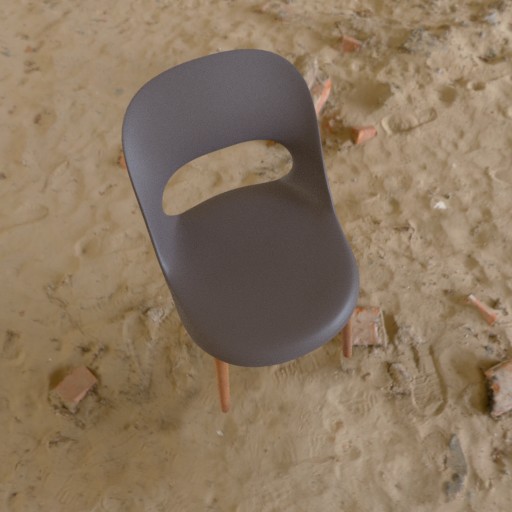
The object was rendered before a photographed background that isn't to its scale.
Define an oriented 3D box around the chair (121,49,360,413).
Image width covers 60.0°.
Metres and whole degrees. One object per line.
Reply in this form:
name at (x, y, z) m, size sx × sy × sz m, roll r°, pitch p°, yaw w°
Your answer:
chair at (0.000, 0.000, 1.140) m, size 0.470 × 0.794 × 0.556 m, roll -21°, pitch 64°, yaw -11°
